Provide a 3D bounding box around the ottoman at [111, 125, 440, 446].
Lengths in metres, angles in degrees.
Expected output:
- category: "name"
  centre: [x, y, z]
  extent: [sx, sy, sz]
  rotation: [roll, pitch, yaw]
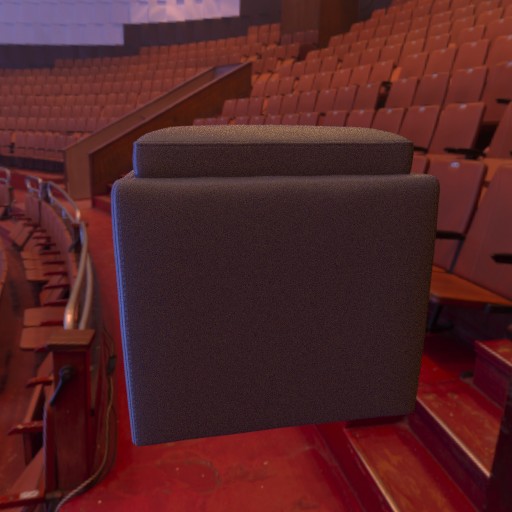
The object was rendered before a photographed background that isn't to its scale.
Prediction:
- category: "ottoman"
  centre: [0.000, 0.000, 0.812]
  extent: [0.451, 0.460, 0.450]
  rotation: [-3, 15, -10]
